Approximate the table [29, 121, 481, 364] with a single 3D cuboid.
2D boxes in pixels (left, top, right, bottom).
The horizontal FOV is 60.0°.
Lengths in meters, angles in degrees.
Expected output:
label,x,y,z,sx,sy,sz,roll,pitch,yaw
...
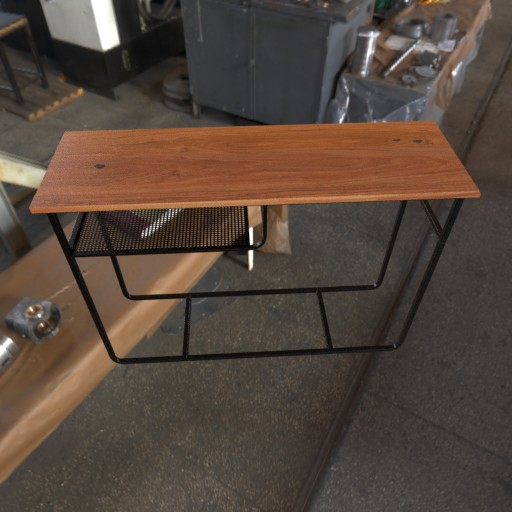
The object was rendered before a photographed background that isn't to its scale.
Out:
label,x,y,z,sx,sy,sz,roll,pitch,yaw
table,0.000,0.000,1.465,1.100,0.750,0.350,-2,46,-2
